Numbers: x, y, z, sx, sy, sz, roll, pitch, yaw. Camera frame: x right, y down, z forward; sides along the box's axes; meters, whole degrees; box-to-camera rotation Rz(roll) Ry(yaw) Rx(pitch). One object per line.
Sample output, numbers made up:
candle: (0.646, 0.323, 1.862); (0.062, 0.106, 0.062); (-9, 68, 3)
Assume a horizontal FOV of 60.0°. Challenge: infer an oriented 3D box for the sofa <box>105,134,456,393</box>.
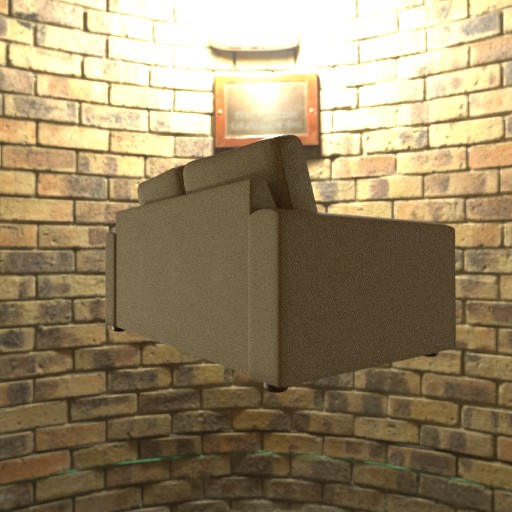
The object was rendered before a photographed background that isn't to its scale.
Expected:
sofa: (0.000, 0.000, 2.252); (1.016, 0.873, 1.616); (0, 0, -36)
